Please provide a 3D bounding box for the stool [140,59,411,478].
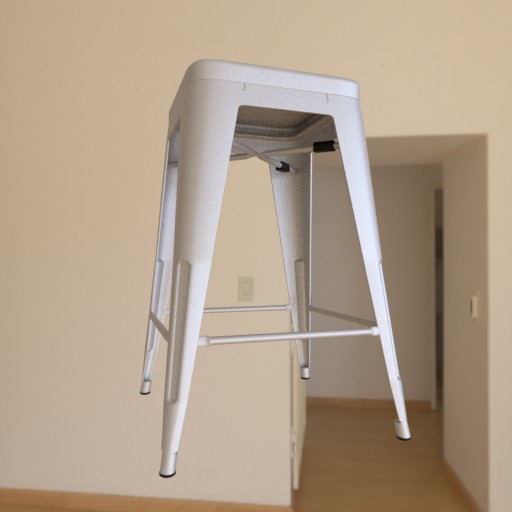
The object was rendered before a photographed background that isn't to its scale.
[{"bbox_3d":[0.000,0.000,0.858,0.410,0.608,0.410,0,0,-18],"label":"stool"}]
